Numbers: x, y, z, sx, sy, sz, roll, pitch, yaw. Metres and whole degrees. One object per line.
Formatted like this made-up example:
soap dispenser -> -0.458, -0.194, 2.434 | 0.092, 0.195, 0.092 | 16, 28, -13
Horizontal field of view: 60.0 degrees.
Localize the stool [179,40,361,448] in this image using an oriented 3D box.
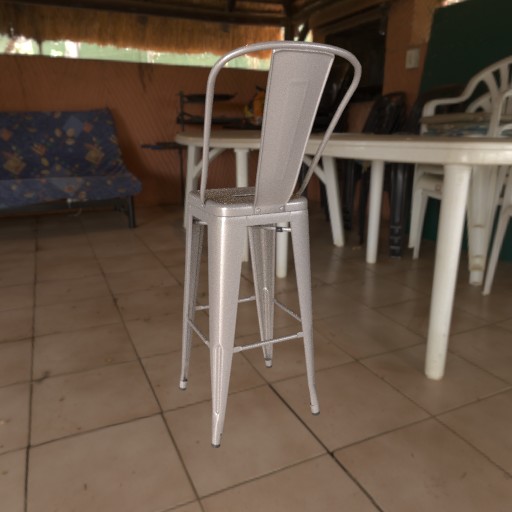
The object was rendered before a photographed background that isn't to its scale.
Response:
stool -> 0.000, 0.000, 1.326 | 0.399, 1.096, 0.513 | -8, 18, -25
